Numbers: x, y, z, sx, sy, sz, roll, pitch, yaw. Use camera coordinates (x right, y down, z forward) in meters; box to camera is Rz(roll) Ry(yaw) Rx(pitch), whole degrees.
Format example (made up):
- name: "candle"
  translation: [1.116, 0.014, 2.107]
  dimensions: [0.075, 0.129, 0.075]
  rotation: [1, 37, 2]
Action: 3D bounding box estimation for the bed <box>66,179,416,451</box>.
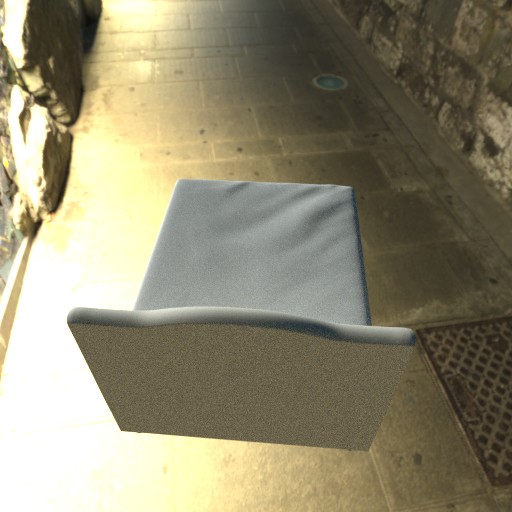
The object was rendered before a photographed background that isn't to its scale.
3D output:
- name: "bed"
  translation: [0.000, 0.000, 3.359]
  dimensions: [1.821, 1.436, 2.282]
  rotation: [3, 46, 3]
